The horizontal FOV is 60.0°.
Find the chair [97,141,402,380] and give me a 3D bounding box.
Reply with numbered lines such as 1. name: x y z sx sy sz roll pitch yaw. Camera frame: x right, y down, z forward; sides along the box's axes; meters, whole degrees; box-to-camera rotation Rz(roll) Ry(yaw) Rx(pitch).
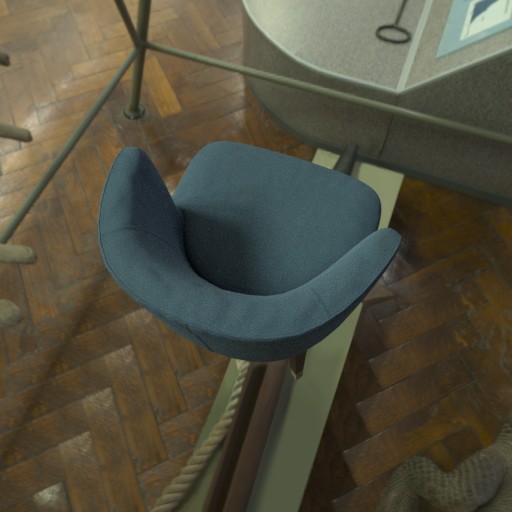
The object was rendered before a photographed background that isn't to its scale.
1. chair: 0.000 0.000 1.274 0.661 0.760 0.702 19 65 9
